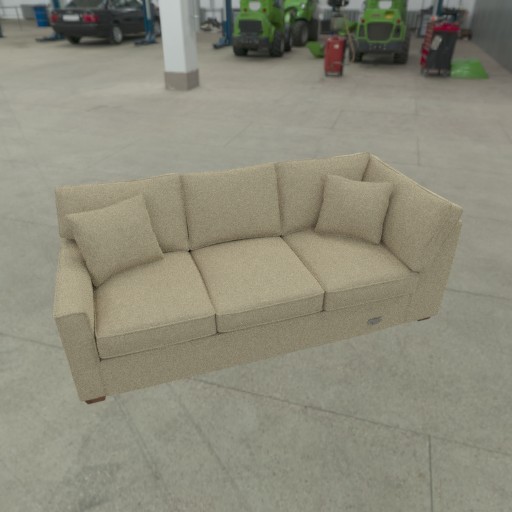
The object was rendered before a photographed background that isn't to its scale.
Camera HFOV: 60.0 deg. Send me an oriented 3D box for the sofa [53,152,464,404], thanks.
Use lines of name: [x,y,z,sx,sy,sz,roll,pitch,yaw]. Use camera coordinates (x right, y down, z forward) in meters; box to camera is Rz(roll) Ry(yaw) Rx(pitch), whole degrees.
sofa: [0.000,0.000,2.842,2.317,0.962,1.061,-10,32,-16]
